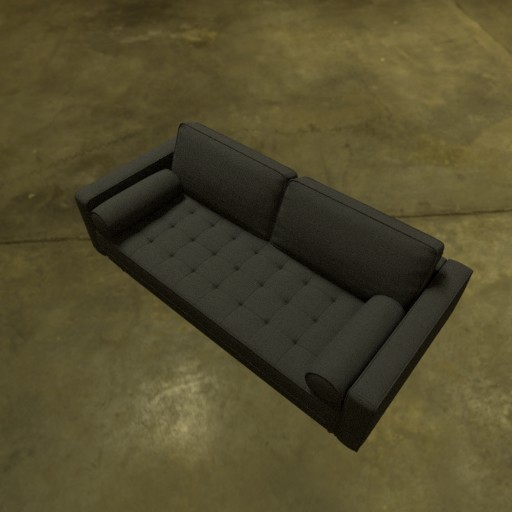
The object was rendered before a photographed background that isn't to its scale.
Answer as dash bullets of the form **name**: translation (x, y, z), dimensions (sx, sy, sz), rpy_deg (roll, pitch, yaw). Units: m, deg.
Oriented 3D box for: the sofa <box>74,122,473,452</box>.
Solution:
- **sofa**: translation (0.000, 0.000, 2.344), dimensions (1.875, 0.759, 0.914), rpy_deg (32, 55, 26)
